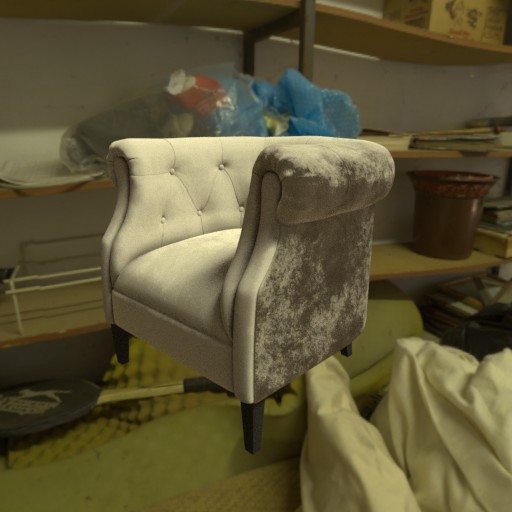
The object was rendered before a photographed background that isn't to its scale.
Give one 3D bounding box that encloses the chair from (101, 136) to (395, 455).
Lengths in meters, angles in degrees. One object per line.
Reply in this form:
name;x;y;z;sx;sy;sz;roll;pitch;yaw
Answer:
chair;0.000;0.000;1.605;0.904;0.826;0.851;15;22;41
